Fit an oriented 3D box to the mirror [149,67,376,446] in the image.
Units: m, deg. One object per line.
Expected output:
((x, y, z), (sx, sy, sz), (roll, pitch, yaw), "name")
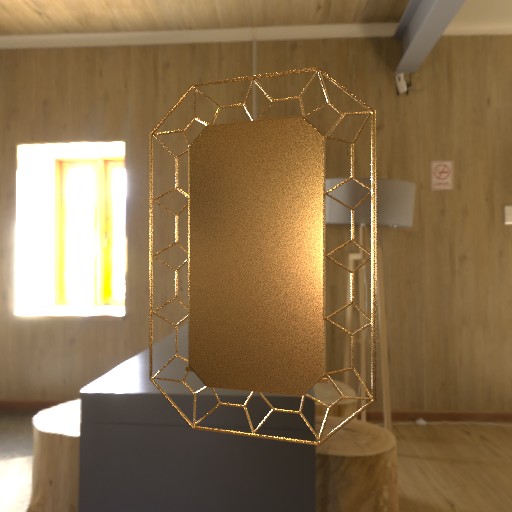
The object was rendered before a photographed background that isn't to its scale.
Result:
((0.000, 0.000, 1.087), (0.572, 0.870, 0.051), (0, 0, 18), "mirror")
